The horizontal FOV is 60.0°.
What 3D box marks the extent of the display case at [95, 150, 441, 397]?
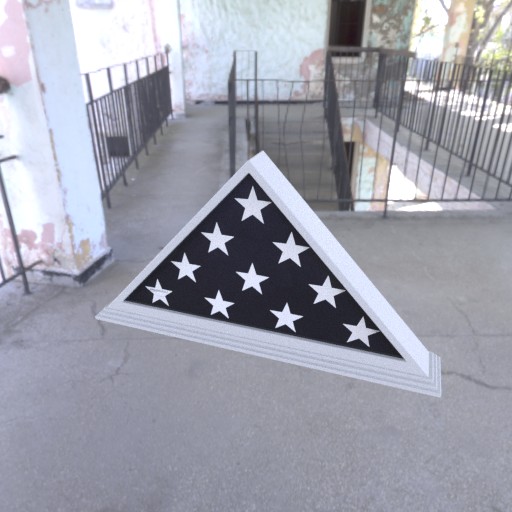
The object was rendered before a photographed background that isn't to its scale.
[{"bbox_3d":[0.000,0.000,0.746,0.640,0.340,0.095,9,28,17],"label":"display case"}]
